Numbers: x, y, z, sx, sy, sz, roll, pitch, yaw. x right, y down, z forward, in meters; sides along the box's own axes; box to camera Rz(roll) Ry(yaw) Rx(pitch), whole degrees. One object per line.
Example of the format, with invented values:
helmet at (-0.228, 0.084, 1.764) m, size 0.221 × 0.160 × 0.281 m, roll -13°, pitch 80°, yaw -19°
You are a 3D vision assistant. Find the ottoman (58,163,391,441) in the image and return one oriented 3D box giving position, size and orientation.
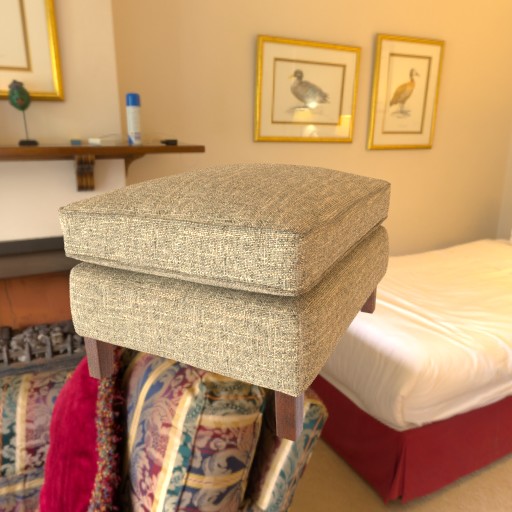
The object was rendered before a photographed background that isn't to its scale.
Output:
ottoman at (0.000, 0.000, 1.009) m, size 0.508 × 0.406 × 0.686 m, roll 8°, pitch 18°, yaw 25°
